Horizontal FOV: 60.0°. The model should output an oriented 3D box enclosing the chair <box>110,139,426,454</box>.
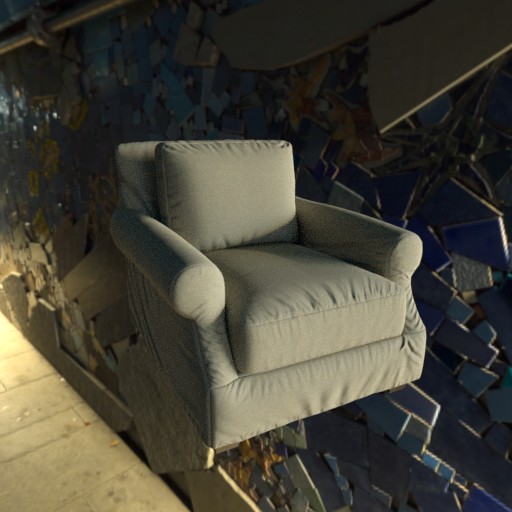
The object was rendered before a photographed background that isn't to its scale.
[{"bbox_3d":[0.000,0.000,1.727,0.940,0.866,1.066,-8,18,-26],"label":"chair"}]
